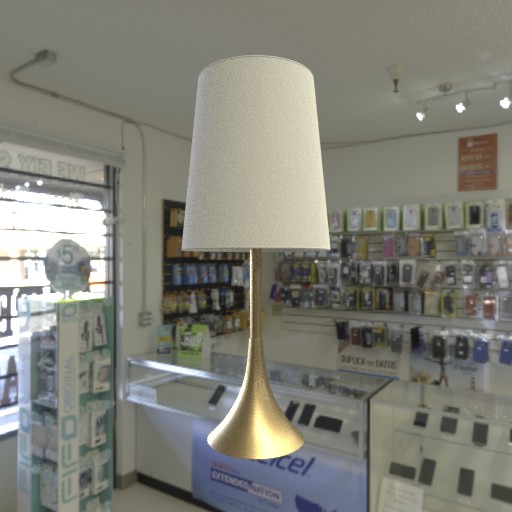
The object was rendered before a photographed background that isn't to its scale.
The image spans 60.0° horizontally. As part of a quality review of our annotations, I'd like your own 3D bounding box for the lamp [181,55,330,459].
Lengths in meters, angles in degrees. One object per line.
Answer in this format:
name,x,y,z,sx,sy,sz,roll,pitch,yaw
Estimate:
lamp,0.000,0.000,0.696,0.231,0.569,0.231,0,-1,0
